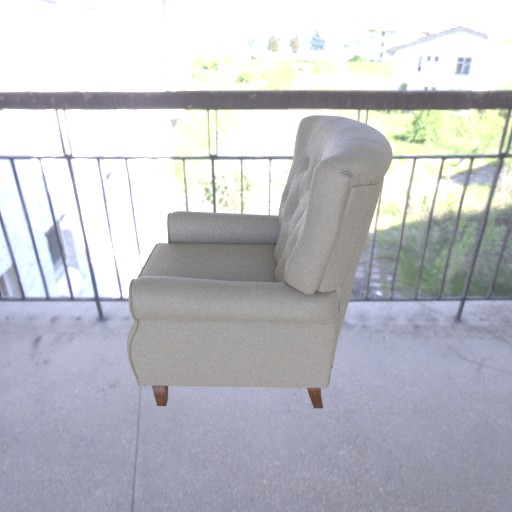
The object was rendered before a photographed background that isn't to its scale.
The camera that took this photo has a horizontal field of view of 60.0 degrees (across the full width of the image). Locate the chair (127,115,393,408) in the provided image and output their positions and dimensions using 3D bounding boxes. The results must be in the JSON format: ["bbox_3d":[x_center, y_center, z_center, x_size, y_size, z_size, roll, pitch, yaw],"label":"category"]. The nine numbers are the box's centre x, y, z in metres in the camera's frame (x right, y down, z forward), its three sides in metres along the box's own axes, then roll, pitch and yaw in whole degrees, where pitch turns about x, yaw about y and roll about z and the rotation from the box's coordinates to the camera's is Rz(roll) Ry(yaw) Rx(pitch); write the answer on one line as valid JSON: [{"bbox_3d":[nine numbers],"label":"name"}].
[{"bbox_3d":[0.000,0.000,2.005,1.059,1.158,0.943,1,26,1],"label":"chair"}]
